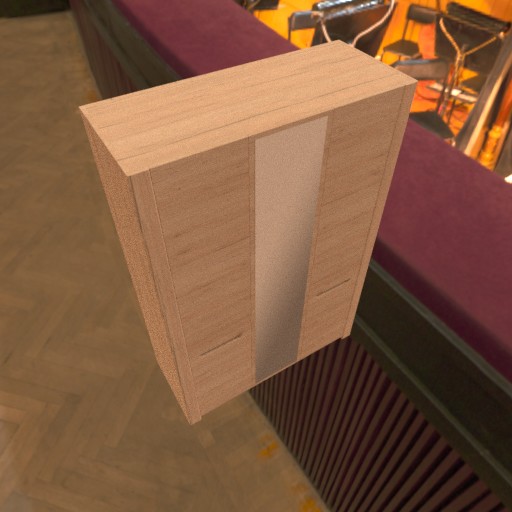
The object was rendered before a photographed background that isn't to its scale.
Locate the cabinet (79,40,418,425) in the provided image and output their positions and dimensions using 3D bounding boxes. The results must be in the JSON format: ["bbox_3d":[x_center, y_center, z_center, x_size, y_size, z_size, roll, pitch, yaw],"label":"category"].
[{"bbox_3d":[0.000,0.000,2.697,1.400,2.070,0.580,-24,51,-21],"label":"cabinet"}]
